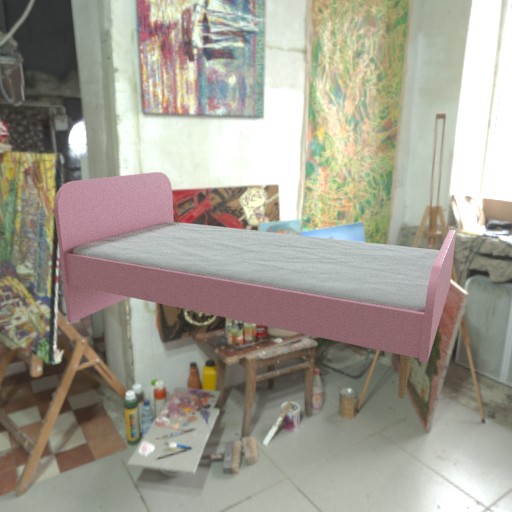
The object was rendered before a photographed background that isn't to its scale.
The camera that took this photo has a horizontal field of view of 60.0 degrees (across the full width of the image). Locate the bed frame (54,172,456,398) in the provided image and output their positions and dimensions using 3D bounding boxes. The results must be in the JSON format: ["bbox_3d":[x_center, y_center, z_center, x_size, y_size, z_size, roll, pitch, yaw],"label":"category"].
[{"bbox_3d":[0.000,0.000,2.479,1.963,0.805,0.998,8,17,26],"label":"bed frame"}]
